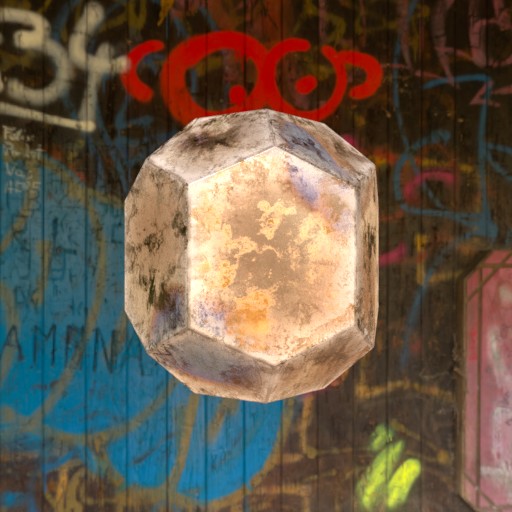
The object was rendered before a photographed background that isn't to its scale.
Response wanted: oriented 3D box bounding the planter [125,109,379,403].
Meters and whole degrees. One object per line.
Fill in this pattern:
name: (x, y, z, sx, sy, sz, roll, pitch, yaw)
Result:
planter: (0.000, 0.000, 0.422, 0.221, 0.238, 0.243, 0, 0, -37)
